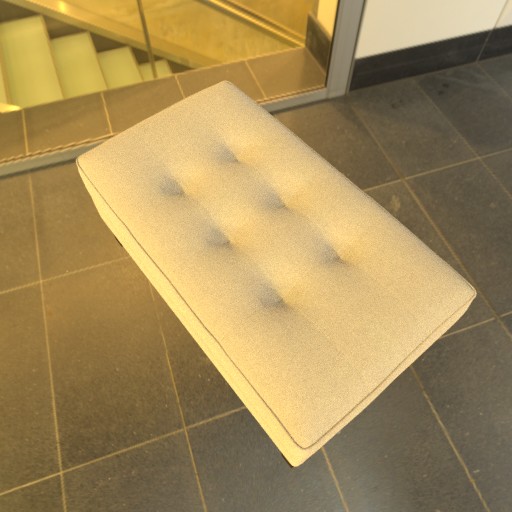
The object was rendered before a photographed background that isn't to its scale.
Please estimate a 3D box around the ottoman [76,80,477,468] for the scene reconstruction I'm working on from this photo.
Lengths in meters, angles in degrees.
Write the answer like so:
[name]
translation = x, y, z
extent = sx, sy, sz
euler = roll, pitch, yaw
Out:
[ottoman]
translation = 0.000, 0.000, 1.470
extent = 0.648, 0.508, 1.143
euler = -34, 64, -19
